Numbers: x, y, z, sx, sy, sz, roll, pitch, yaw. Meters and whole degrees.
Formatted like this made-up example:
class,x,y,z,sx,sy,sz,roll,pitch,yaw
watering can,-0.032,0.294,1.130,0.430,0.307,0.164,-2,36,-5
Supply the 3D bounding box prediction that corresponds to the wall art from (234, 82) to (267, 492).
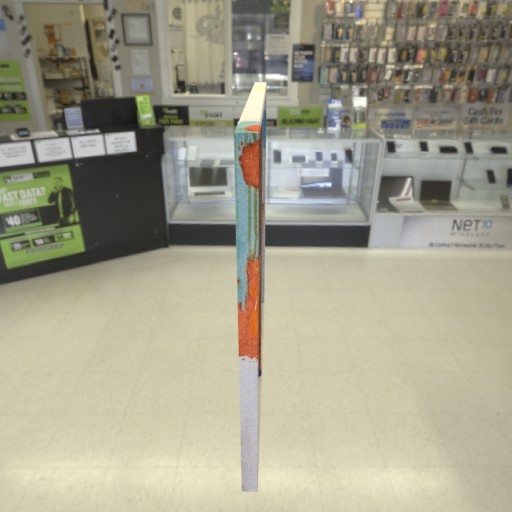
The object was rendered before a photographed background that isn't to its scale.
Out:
class,x,y,z,sx,sy,sz,roll,pitch,yaw
wall art,0.000,0.000,1.206,0.037,0.814,0.814,1,26,2
